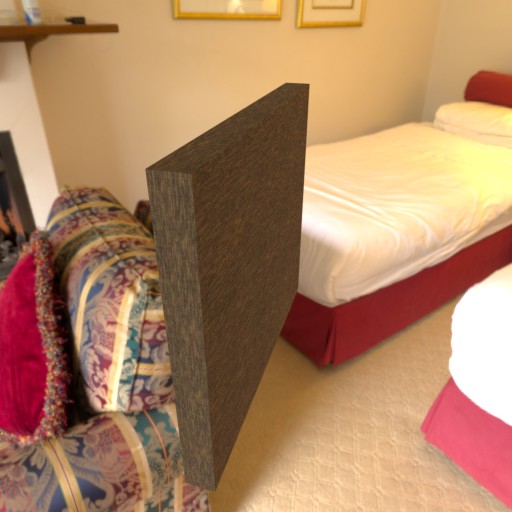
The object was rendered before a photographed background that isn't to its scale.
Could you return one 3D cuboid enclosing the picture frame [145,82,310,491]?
[{"bbox_3d":[0.000,0.000,0.522,0.033,0.330,0.378,9,31,15],"label":"picture frame"}]
